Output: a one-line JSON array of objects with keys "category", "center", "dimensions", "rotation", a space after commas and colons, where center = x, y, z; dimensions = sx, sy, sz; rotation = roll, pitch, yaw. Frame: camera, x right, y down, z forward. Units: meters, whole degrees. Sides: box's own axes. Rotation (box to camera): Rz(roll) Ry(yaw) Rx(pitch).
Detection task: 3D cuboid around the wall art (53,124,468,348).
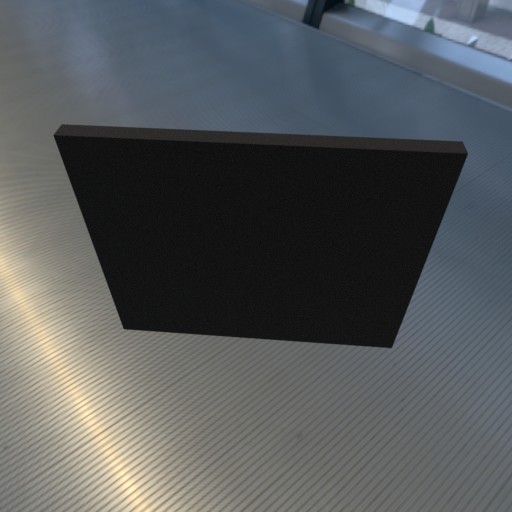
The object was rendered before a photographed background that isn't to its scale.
[{"category": "wall art", "center": [0.000, 0.000, 0.767], "dimensions": [0.558, 0.457, 0.031], "rotation": [3, 45, 3]}]
